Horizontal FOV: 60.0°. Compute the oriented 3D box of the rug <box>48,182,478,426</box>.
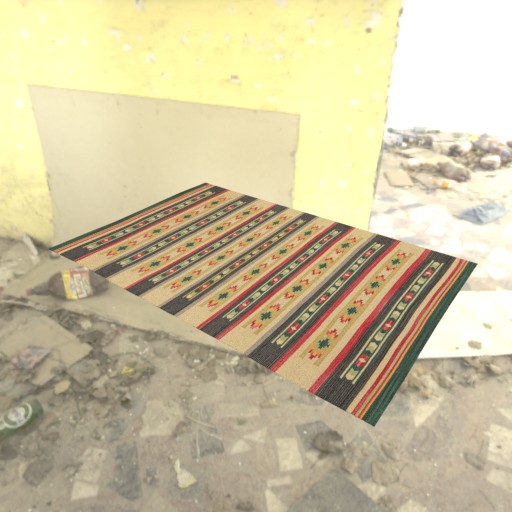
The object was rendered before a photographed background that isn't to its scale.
[{"bbox_3d":[0.000,0.000,2.837,2.311,0.010,1.522,21,36,32],"label":"rug"}]
